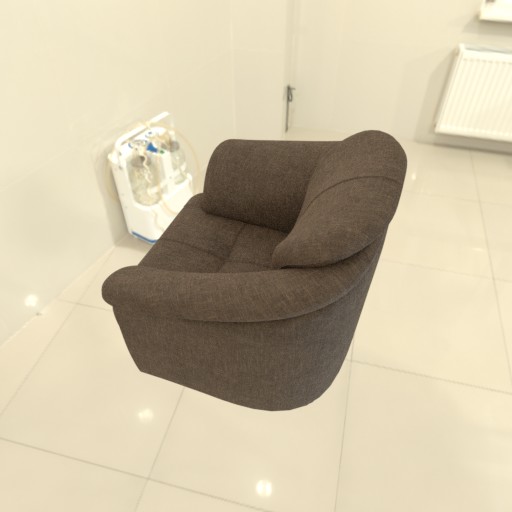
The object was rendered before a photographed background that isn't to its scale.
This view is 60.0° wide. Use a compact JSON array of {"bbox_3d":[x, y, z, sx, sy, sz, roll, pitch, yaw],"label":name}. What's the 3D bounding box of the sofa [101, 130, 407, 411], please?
[{"bbox_3d":[0.000,0.000,1.490,0.794,0.811,0.870,15,47,15],"label":"sofa"}]
